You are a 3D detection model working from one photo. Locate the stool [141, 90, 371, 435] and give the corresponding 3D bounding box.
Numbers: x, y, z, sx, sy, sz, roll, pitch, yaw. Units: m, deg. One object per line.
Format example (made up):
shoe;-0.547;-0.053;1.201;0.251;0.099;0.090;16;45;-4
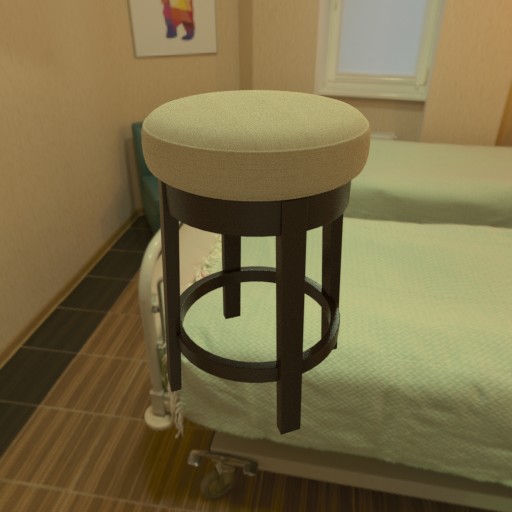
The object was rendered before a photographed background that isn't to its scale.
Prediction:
stool;0.000;0.000;0.988;0.449;0.655;0.449;0;30;0
